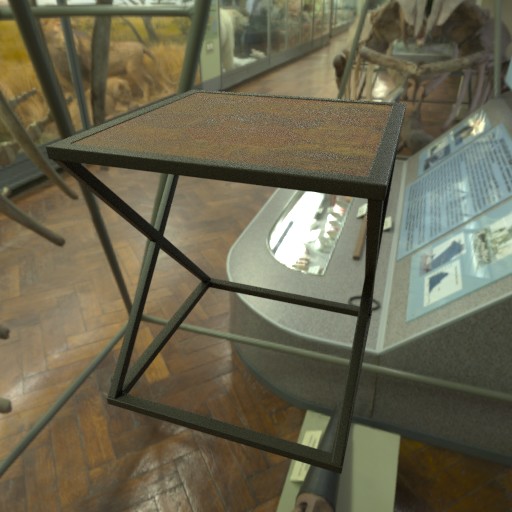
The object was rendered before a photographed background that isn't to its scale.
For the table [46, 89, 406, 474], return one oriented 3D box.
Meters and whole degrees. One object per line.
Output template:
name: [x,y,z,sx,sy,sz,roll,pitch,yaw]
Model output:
table: [0.000,0.000,0.943,0.500,0.565,0.500,10,32,16]
